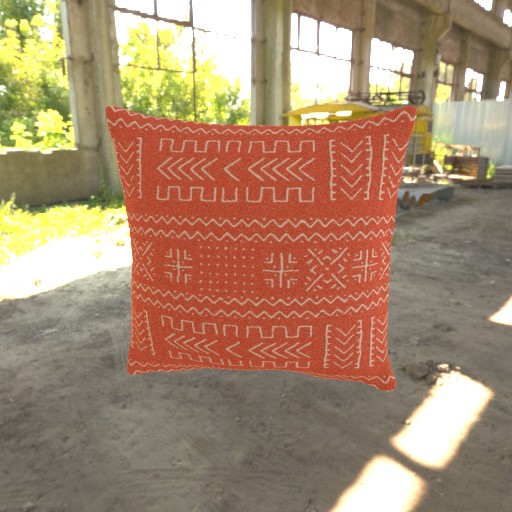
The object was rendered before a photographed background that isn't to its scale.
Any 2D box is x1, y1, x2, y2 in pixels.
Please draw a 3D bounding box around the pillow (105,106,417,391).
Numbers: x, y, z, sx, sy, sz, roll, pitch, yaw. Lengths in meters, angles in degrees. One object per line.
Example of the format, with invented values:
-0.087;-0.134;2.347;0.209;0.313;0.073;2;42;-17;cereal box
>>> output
0.000;0.000;0.662;0.438;0.429;0.164;2;15;8;pillow
